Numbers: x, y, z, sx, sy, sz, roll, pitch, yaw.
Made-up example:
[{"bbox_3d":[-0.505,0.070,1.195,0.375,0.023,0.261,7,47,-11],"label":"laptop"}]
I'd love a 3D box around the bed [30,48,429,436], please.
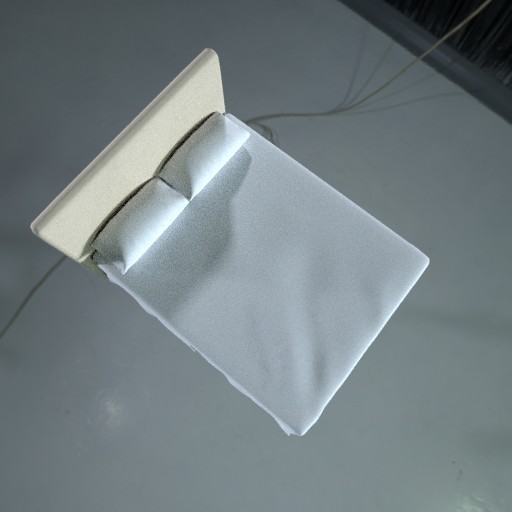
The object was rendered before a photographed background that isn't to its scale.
[{"bbox_3d":[0.000,0.000,3.243,2.142,1.330,1.723,38,78,9],"label":"bed"}]
